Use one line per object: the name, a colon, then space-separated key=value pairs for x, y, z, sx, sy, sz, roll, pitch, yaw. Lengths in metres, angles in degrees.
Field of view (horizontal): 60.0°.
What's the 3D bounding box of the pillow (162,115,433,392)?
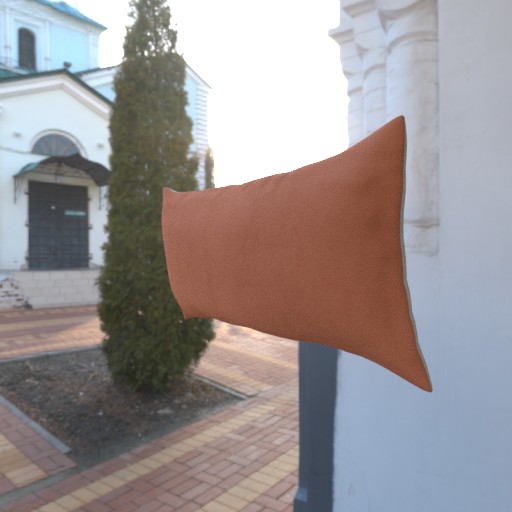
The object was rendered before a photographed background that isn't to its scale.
pillow: x=0.000 y=0.000 z=0.715 sx=0.156 sy=0.292 sz=0.608 roll=-1 pitch=1 yaw=-35
